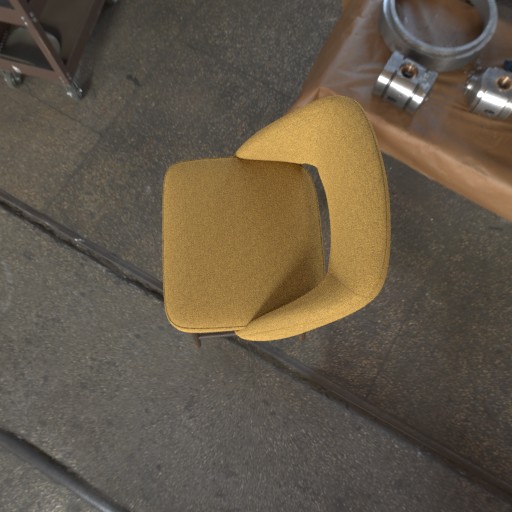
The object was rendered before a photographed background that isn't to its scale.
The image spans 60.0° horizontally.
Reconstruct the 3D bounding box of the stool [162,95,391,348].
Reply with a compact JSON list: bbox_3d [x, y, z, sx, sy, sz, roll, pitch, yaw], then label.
[{"bbox_3d":[0.000,0.000,1.345,0.522,1.032,0.536,-3,75,-1],"label":"stool"}]
